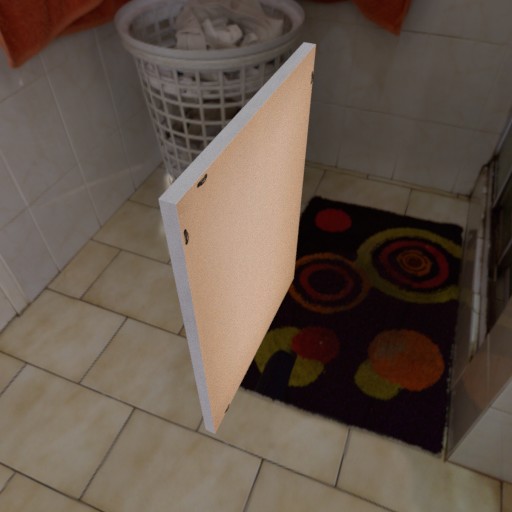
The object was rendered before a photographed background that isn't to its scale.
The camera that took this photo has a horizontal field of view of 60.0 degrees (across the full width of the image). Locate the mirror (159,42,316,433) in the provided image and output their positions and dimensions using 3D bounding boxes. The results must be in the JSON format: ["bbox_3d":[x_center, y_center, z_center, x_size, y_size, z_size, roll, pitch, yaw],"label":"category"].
[{"bbox_3d":[0.000,0.000,1.385,0.041,1.016,0.762,18,49,16],"label":"mirror"}]
